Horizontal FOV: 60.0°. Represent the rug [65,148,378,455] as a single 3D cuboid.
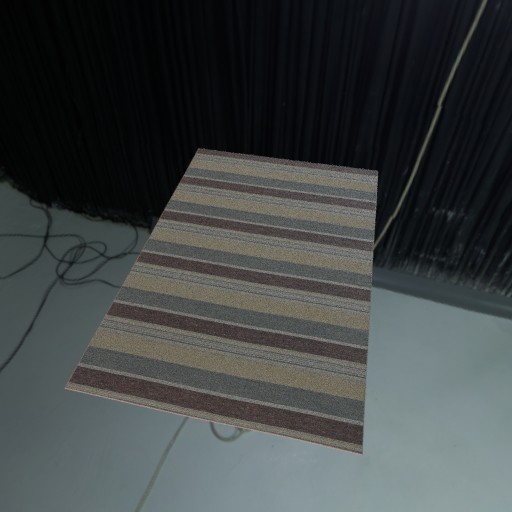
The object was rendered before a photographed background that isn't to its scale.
[{"bbox_3d":[0.000,0.000,2.357,1.219,0.008,1.829,9,47,9],"label":"rug"}]
